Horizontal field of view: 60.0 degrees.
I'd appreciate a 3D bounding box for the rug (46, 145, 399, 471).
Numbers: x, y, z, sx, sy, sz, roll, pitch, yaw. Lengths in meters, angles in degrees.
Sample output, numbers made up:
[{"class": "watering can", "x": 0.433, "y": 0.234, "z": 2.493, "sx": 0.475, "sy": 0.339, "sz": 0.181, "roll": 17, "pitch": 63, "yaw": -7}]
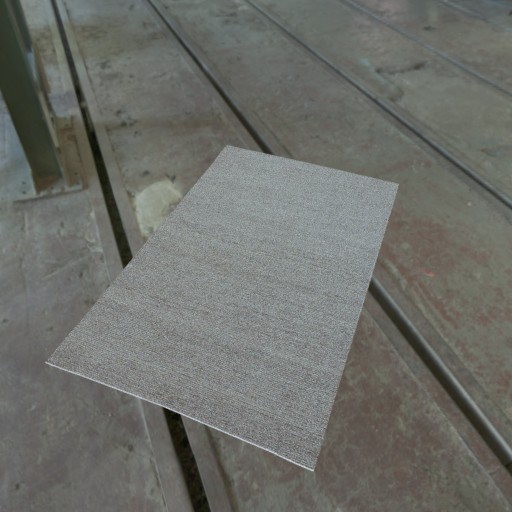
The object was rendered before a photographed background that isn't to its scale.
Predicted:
[{"class": "rug", "x": 0.000, "y": 0.000, "z": 2.256, "sx": 1.154, "sy": 0.021, "sz": 1.792, "roll": 16, "pitch": 48, "yaw": 15}]
